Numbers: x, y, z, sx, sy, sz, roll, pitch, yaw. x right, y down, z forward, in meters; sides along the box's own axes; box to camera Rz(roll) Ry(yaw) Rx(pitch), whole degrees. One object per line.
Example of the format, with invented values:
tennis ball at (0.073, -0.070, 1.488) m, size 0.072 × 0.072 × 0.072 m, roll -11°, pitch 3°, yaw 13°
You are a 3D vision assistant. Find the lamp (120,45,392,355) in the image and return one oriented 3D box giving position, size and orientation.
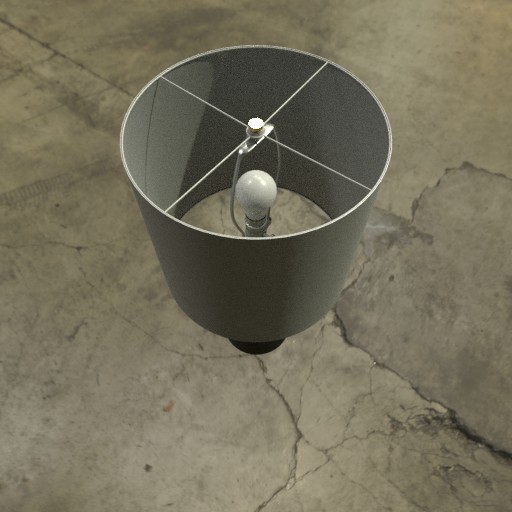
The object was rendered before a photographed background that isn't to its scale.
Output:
lamp at (0.000, 0.000, 0.750) m, size 0.308 × 0.580 × 0.308 m, roll 33°, pitch 64°, yaw 18°
